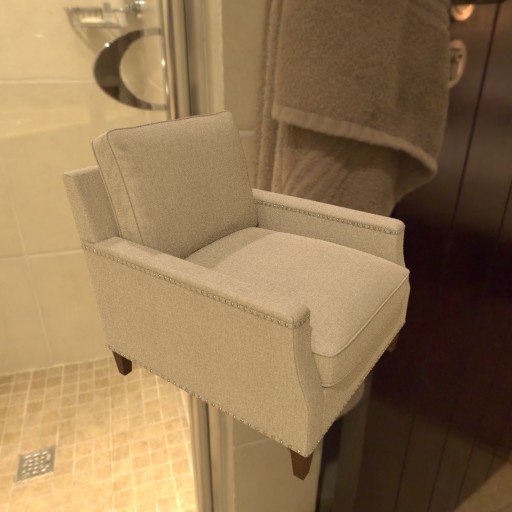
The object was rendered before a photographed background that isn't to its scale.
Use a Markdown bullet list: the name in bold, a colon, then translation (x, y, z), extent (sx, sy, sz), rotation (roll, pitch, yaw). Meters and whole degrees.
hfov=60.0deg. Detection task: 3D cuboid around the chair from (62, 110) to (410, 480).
- **chair**: translation (0.000, 0.000, 1.670), extent (1.014, 0.943, 0.853), rotation (17, 30, 31)
